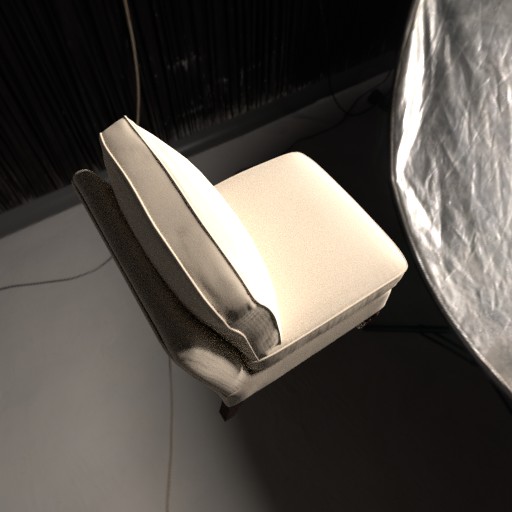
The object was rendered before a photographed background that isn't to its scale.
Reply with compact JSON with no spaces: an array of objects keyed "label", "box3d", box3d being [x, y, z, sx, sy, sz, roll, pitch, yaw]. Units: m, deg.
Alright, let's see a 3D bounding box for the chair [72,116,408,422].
[{"label":"chair","box3d":[0.000,0.000,1.406,0.781,0.887,0.630,-29,62,-17]}]
